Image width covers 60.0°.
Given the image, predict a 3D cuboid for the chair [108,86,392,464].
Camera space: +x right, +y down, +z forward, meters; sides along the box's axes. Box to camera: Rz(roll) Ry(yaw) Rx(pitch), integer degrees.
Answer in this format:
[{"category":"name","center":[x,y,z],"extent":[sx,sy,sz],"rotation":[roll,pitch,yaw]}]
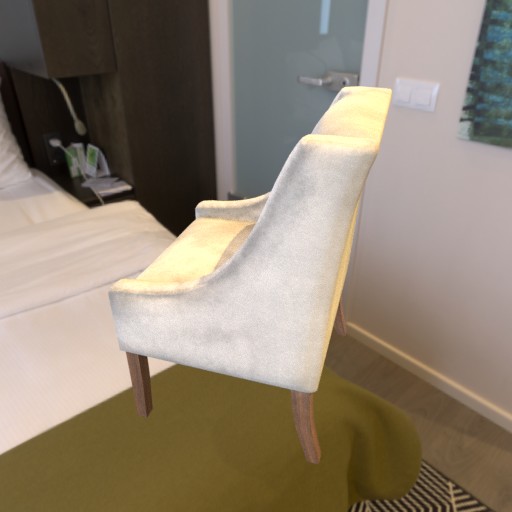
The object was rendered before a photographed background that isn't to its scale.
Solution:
[{"category":"chair","center":[0.000,0.000,1.310],"extent":[0.629,0.895,0.629],"rotation":[9,31,15]}]
